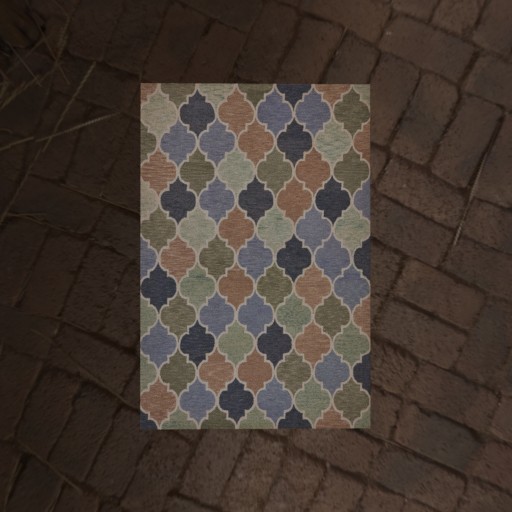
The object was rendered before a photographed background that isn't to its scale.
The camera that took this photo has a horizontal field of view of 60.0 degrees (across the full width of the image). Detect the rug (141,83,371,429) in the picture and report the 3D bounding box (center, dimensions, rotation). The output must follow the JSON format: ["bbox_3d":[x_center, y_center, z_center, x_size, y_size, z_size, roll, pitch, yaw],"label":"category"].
[{"bbox_3d":[0.000,0.000,2.938,1.521,0.006,2.284,0,90,-1],"label":"rug"}]
